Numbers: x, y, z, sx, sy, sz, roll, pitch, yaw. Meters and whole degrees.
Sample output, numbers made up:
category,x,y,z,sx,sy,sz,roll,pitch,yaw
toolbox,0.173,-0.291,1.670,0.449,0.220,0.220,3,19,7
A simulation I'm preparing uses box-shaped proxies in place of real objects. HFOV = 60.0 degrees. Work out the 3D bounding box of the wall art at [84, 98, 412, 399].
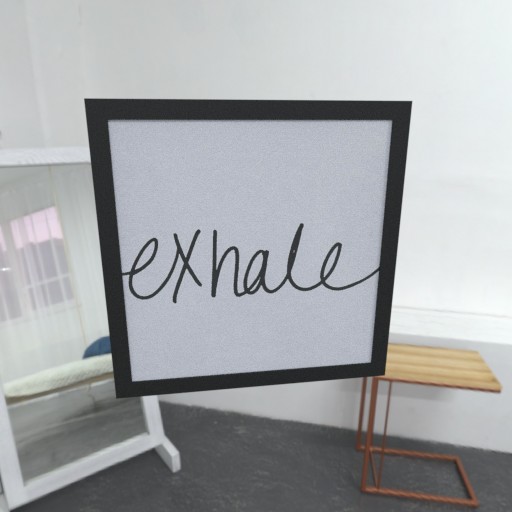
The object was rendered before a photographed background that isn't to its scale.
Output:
category,x,y,z,sx,sy,sz,roll,pitch,yaw
wall art,0.000,0.000,0.537,0.358,0.357,0.012,-3,17,-8
